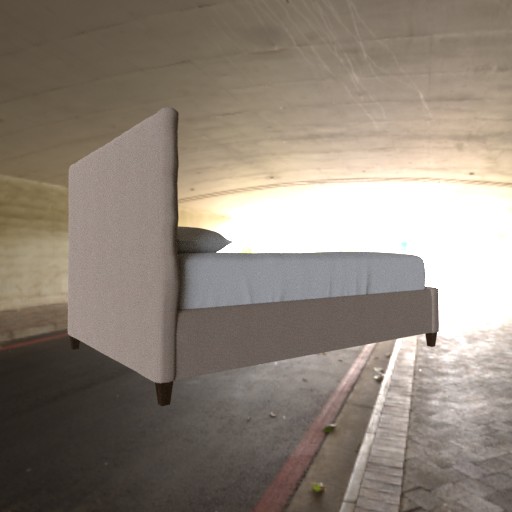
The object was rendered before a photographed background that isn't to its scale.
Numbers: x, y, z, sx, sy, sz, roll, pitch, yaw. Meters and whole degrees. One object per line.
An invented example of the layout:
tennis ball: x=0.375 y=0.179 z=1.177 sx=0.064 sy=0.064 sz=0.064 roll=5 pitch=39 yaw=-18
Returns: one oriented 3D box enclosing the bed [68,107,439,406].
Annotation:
bed: x=0.000 y=0.000 z=3.456 sx=2.387 sy=1.427 sz=1.698 roll=0 pitch=0 yaw=-37
